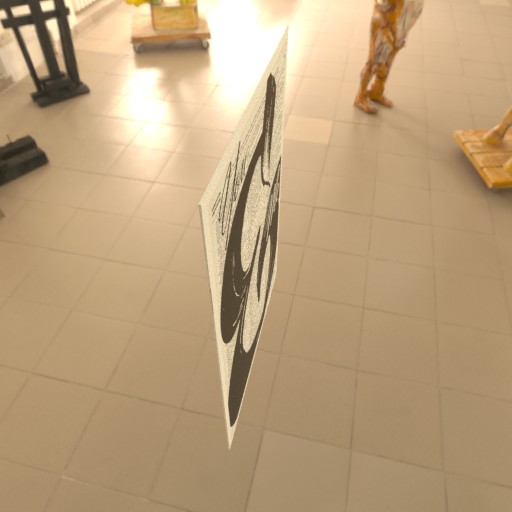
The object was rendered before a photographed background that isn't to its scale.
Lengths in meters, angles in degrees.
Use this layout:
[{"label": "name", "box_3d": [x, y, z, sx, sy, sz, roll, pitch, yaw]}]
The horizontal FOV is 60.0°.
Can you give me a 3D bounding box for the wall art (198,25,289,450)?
[{"label": "wall art", "box_3d": [0.000, 0.000, 0.780, 0.003, 0.609, 0.457, 10, 47, 9]}]
